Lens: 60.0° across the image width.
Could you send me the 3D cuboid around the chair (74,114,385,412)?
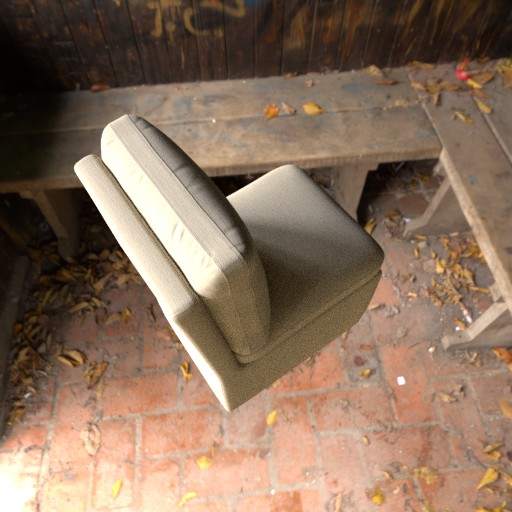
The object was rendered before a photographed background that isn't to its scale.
[{"bbox_3d":[0.000,0.000,1.336,0.698,0.927,0.503,-30,62,-18],"label":"chair"}]
